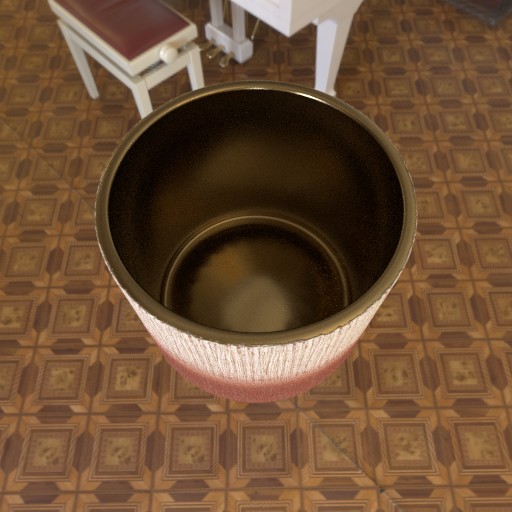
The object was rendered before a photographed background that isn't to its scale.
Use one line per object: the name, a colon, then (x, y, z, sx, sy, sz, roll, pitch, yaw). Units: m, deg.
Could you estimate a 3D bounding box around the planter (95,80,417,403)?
planter: (0.000, 0.000, 0.442, 0.254, 0.221, 0.254, 0, 62, 0)
